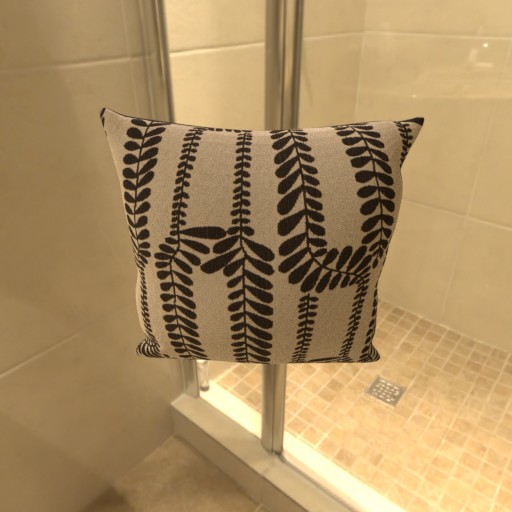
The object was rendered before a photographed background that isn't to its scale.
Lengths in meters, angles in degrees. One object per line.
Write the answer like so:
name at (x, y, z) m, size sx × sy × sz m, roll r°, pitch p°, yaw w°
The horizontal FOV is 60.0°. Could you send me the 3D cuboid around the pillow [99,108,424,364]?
pillow at (0.000, 0.000, 0.688) m, size 0.440 × 0.441 × 0.182 m, roll 1°, pitch 30°, yaw 2°
